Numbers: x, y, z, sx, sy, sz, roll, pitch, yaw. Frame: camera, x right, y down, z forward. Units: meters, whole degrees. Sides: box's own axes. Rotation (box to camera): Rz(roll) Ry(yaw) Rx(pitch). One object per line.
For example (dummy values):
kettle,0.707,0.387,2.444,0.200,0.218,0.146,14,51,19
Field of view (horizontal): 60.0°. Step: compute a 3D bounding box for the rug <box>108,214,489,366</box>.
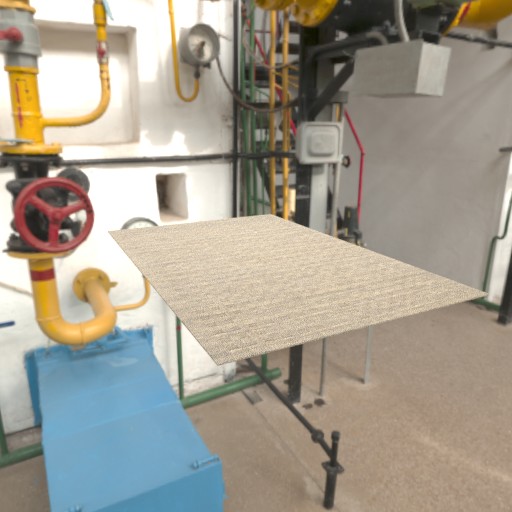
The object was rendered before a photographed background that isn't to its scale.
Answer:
rug,0.000,0.000,2.220,1.142,0.006,1.752,-8,19,-26
